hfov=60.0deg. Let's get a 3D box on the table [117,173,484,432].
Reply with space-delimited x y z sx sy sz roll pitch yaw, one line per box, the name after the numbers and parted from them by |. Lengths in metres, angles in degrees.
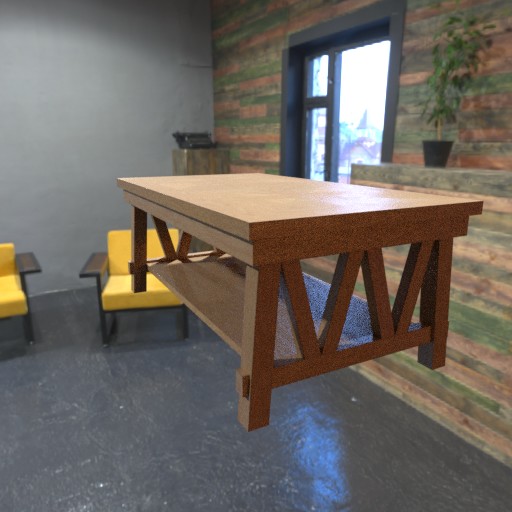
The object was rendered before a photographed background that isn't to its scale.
0.000 0.000 1.636 0.711 0.507 1.270 -8 16 -27 | table
